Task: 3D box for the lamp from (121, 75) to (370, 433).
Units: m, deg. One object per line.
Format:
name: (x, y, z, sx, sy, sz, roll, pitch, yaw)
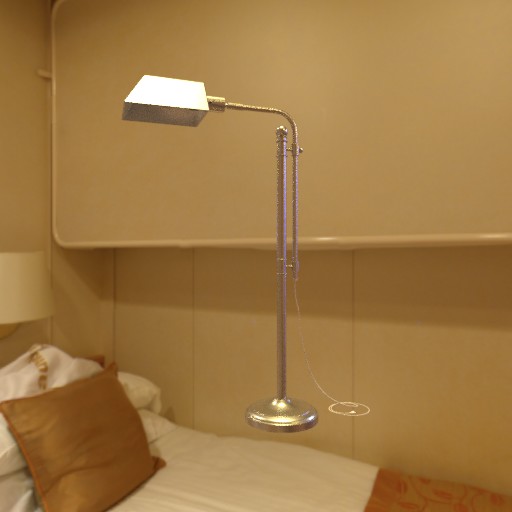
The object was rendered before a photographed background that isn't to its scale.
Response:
lamp: (0.000, 0.000, 0.945, 0.546, 0.708, 0.159, 0, 0, -18)
